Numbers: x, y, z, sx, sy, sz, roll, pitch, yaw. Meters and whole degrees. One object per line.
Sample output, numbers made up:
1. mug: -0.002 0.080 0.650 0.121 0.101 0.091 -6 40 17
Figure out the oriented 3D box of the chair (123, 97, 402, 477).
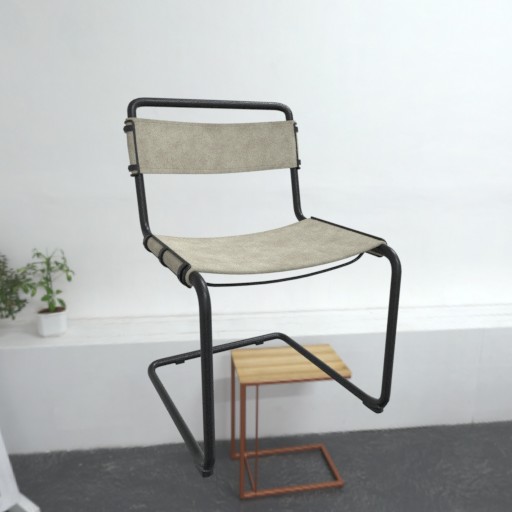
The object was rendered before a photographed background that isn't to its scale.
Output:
1. chair: 0.000 0.000 1.075 0.499 0.747 0.497 -8 17 -27
